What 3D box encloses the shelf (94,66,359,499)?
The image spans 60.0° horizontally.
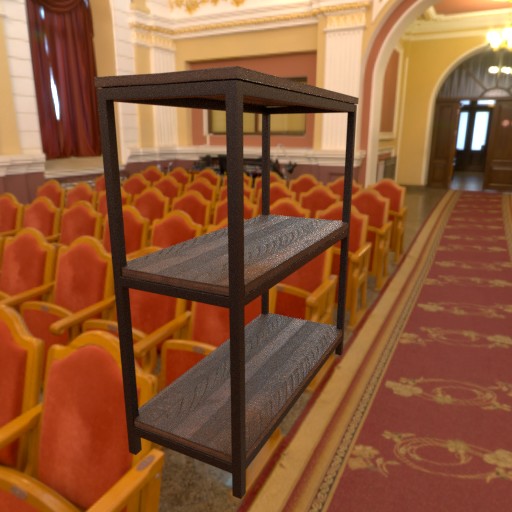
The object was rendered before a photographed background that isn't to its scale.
[{"bbox_3d":[0.000,0.000,1.345,0.352,0.947,0.822,8,17,26],"label":"shelf"}]
